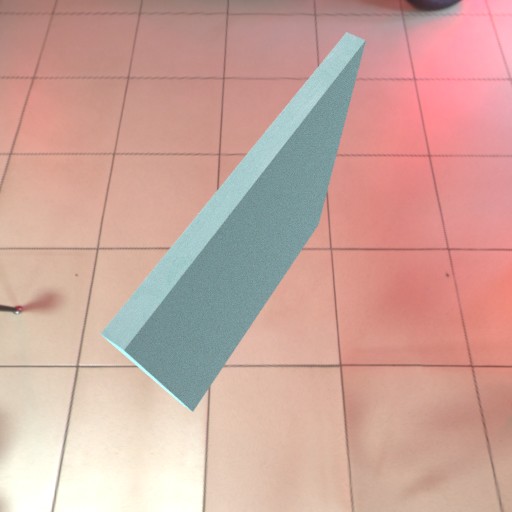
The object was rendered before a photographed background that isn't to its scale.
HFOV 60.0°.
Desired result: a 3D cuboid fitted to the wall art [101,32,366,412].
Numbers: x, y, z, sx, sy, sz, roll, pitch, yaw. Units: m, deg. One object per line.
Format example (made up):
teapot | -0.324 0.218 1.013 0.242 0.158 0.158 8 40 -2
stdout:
wall art | 0.000 0.000 0.884 0.036 0.603 0.603 30 68 14
